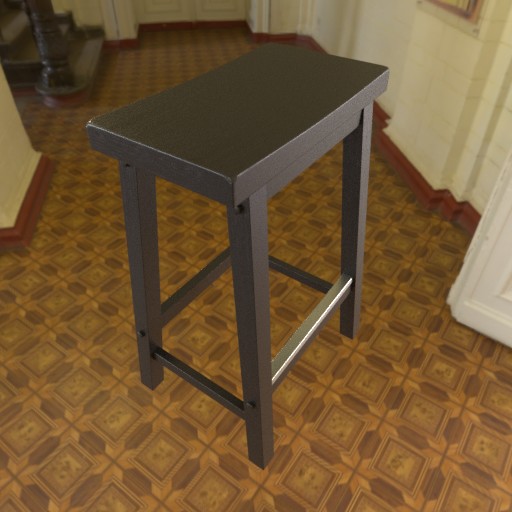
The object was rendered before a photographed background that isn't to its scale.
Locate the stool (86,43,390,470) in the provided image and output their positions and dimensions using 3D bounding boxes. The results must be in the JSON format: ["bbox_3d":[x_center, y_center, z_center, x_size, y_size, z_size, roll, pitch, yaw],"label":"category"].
[{"bbox_3d":[0.000,0.000,0.816,0.322,0.610,0.406,25,47,26],"label":"stool"}]
